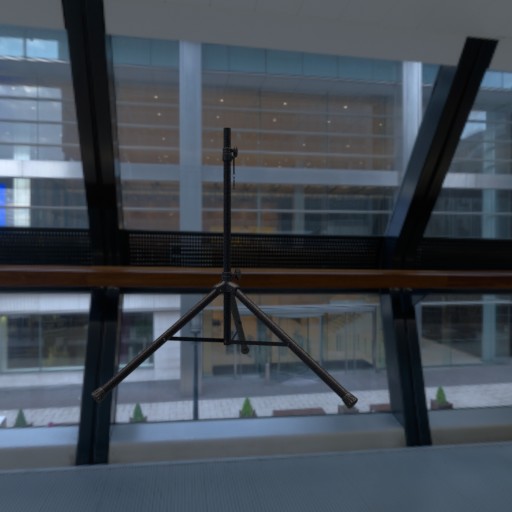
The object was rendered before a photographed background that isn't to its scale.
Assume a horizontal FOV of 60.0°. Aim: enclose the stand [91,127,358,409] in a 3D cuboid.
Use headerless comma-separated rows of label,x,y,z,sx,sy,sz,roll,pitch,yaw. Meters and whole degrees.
stand,0.000,0.000,1.892,0.907,1.136,1.045,0,0,35
